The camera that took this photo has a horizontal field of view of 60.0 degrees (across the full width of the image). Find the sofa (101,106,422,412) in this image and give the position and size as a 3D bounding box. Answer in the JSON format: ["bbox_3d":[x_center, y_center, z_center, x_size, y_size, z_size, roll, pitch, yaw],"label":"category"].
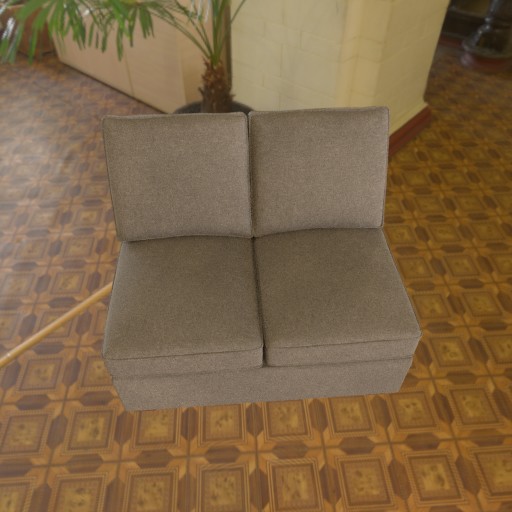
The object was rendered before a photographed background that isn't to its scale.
[{"bbox_3d":[0.000,0.000,1.945,1.237,1.008,0.951,-3,46,-3],"label":"sofa"}]
